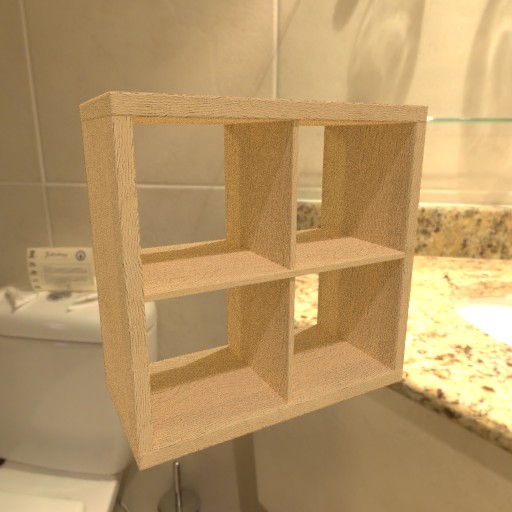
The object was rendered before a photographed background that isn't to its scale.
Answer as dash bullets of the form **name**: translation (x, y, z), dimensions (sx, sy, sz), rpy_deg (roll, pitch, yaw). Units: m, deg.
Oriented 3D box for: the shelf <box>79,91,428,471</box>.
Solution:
- **shelf**: translation (0.000, 0.000, 1.219), dimensions (0.790, 0.786, 0.390), rpy_deg (-8, 17, -27)
